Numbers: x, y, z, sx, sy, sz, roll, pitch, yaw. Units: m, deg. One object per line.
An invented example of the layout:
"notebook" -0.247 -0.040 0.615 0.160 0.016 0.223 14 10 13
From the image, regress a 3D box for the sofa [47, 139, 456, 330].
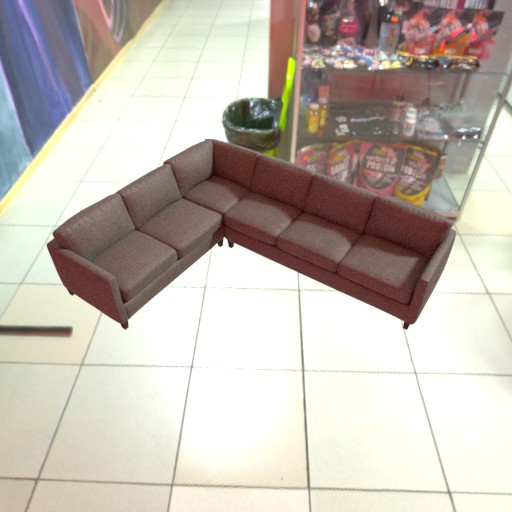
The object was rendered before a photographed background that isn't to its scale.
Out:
"sofa" 0.000 0.000 4.586 3.302 0.947 2.593 25 47 25
